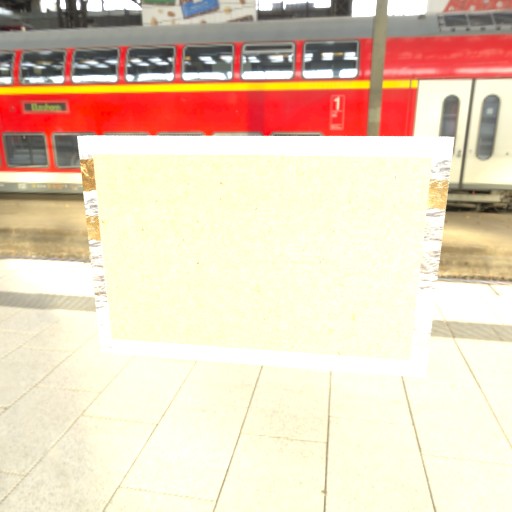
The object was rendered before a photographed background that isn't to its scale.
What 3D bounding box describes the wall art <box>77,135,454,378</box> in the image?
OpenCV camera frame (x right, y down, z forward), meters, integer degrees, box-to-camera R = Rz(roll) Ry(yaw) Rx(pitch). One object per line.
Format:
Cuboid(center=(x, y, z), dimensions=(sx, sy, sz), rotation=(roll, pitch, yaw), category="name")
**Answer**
Cuboid(center=(0.000, 0.000, 0.781), dimensions=(0.606, 0.407, 0.041), rotation=(2, 16, 8), category="wall art")
